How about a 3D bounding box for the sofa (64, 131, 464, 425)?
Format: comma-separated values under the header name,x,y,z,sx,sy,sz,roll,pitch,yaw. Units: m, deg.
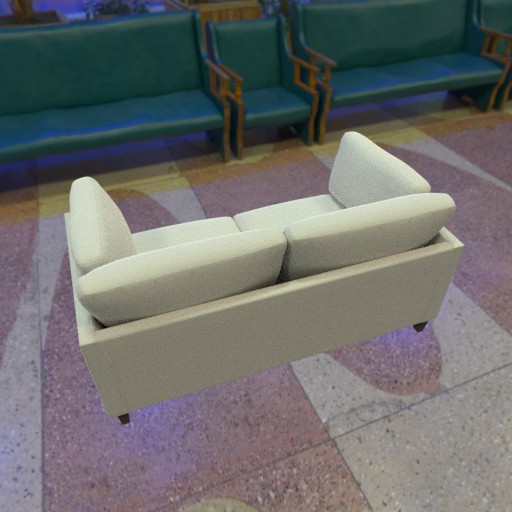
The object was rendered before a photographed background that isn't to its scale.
name,x,y,z,sx,sy,sz,roll,pitch,yaw
sofa,0.000,0.000,2.317,1.776,0.836,0.970,-13,42,-15
